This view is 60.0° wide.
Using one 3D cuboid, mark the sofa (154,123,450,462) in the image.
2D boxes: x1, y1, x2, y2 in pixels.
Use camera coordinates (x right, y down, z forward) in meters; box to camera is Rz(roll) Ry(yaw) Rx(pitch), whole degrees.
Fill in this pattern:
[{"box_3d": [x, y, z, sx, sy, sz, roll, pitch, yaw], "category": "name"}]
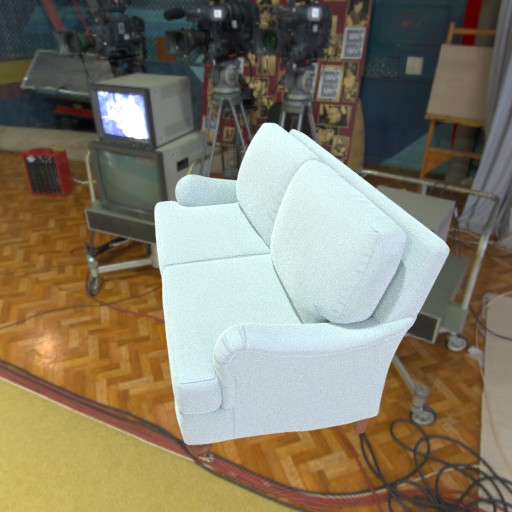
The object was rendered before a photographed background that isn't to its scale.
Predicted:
[{"box_3d": [0.000, 0.000, 2.512, 1.084, 1.101, 1.853, -7, 31, -12], "category": "sofa"}]
